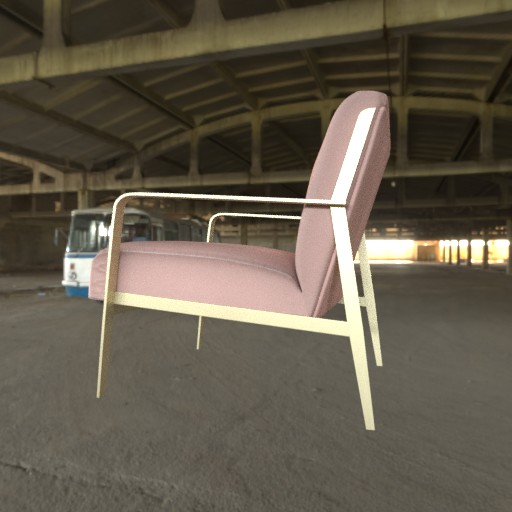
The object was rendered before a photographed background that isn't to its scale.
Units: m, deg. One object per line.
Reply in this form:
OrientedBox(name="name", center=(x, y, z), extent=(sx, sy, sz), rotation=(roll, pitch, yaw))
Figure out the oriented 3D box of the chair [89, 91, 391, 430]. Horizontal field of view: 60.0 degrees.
OrientedBox(name="chair", center=(0.000, 0.000, 1.471), extent=(0.848, 0.823, 0.701), rotation=(0, 0, 18))
